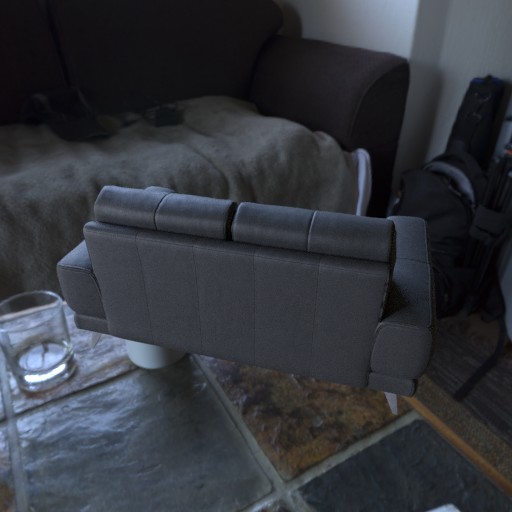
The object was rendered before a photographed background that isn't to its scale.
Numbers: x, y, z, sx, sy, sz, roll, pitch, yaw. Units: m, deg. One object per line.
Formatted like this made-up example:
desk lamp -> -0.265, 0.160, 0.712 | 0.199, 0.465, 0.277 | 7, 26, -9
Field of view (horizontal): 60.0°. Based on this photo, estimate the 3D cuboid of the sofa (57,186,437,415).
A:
sofa -> 0.000, 0.000, 2.393 | 1.806, 0.907, 1.018 | 8, 33, 13
